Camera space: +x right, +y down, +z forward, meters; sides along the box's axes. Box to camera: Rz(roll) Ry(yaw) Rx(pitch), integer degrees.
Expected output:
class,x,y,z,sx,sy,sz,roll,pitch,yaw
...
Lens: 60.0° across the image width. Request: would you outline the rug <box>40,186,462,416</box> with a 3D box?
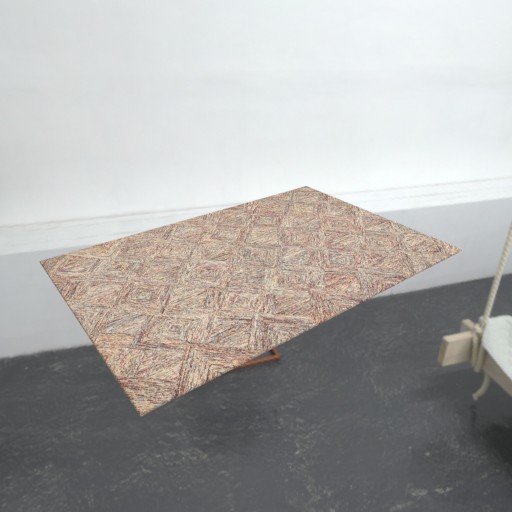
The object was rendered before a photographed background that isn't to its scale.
class,x,y,z,sx,sy,sz,roll,pitch,yaw
rug,0.000,0.000,2.875,2.285,0.019,1.523,-20,35,-32
